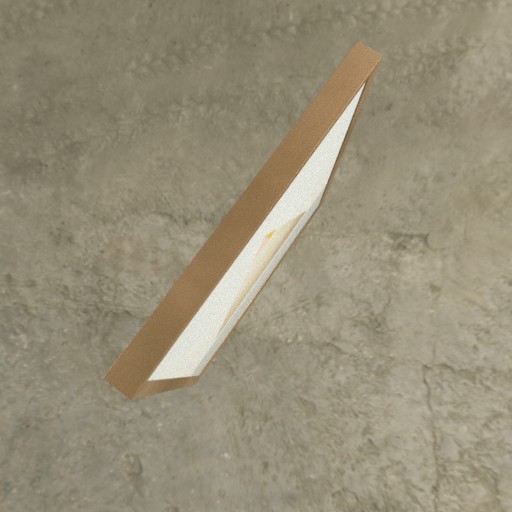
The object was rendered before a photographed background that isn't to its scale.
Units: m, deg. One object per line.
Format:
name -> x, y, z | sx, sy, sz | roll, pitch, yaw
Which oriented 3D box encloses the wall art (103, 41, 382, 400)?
wall art -> 0.000, 0.000, 0.765 | 0.038, 0.511, 0.513 | 34, 78, 8
